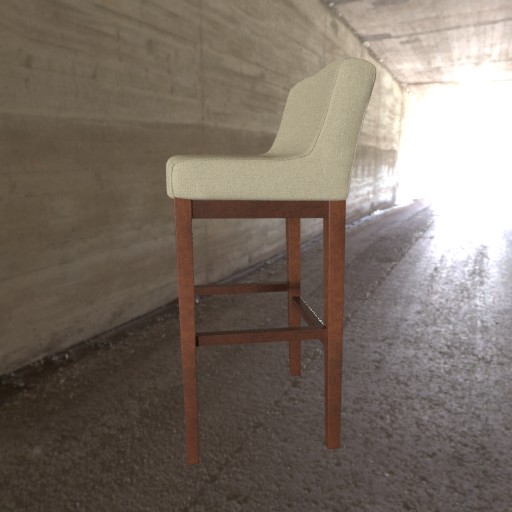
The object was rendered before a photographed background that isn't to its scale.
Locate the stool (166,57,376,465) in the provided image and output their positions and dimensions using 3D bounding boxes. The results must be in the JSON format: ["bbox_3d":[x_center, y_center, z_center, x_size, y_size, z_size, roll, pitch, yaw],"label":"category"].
[{"bbox_3d":[0.000,0.000,1.330,0.500,1.037,0.511,-2,13,-9],"label":"stool"}]
